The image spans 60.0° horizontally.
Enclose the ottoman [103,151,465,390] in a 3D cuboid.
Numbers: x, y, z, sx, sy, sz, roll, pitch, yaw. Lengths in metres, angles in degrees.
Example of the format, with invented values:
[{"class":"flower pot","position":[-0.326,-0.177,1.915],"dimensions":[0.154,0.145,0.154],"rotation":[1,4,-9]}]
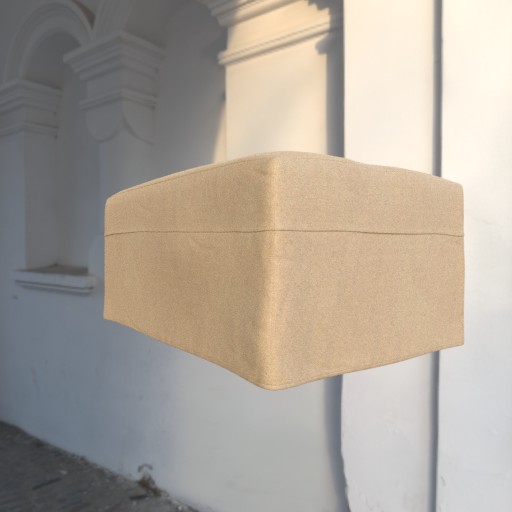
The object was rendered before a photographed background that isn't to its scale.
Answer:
[{"class":"ottoman","position":[0.000,0.000,1.196],"dimensions":[0.590,0.444,0.872],"rotation":[-1,2,-36]}]
